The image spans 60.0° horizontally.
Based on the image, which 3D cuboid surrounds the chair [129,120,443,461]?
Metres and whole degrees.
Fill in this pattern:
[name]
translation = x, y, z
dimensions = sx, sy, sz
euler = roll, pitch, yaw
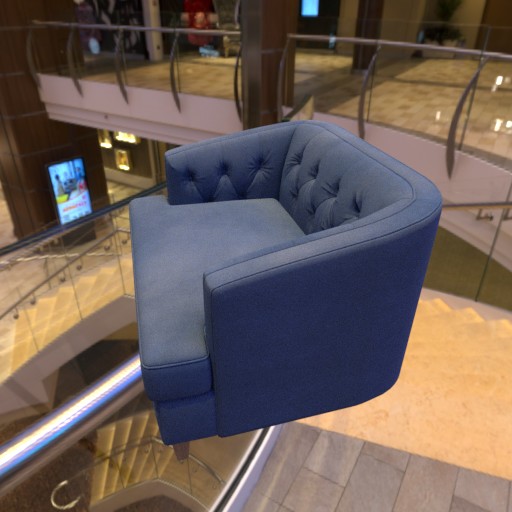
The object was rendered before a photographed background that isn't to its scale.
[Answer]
[chair]
translation = 0.000, 0.000, 1.703
dimensions = 0.914, 0.787, 1.118
euler = -8, 32, -13
